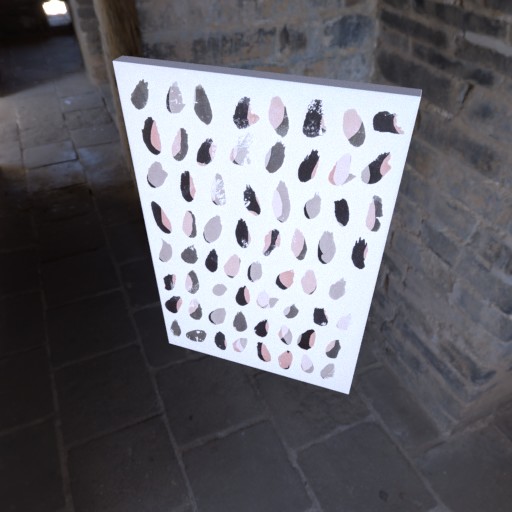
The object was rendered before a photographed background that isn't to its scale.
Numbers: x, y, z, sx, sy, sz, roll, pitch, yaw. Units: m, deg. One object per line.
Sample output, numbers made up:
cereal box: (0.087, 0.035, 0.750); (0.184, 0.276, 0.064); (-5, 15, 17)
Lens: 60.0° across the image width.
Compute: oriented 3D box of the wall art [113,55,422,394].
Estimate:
wall art: (0.000, 0.000, 0.760); (0.405, 0.608, 0.025); (12, 42, 14)
